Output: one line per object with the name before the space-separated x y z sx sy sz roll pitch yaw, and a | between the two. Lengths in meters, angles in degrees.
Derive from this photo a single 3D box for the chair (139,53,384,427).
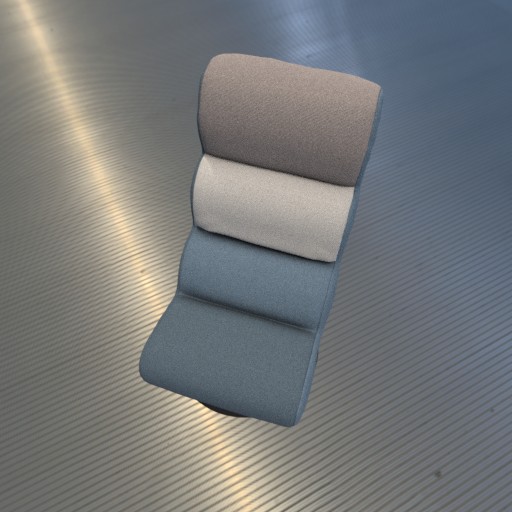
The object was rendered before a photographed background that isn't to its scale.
chair | 0.000 0.000 1.073 0.420 0.641 0.661 14 59 9
